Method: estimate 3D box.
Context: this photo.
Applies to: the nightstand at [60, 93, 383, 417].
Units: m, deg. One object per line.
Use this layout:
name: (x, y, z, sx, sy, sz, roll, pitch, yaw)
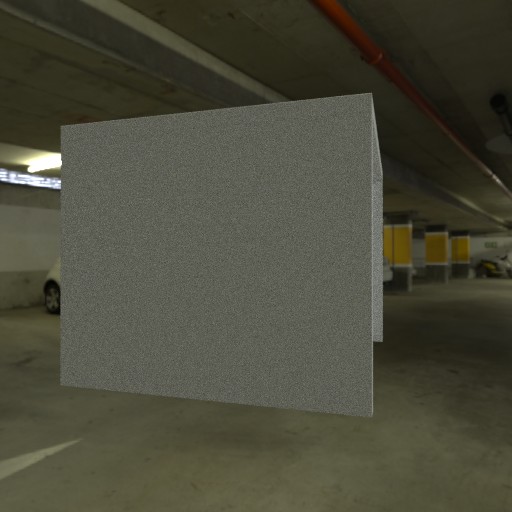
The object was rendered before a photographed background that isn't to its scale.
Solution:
nightstand: (0.000, 0.000, 0.763, 0.408, 0.351, 0.470, 0, 0, 17)
